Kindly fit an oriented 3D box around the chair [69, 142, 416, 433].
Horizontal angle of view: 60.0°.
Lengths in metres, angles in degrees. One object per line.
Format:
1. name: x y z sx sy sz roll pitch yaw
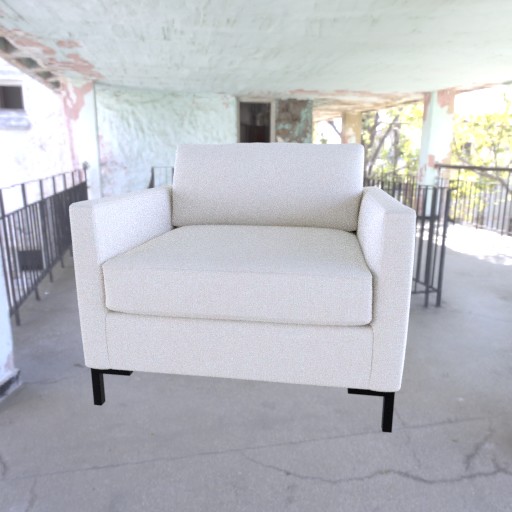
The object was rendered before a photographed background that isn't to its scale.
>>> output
1. chair: 0.000 0.000 1.600 0.964 0.806 0.875 2 13 9
